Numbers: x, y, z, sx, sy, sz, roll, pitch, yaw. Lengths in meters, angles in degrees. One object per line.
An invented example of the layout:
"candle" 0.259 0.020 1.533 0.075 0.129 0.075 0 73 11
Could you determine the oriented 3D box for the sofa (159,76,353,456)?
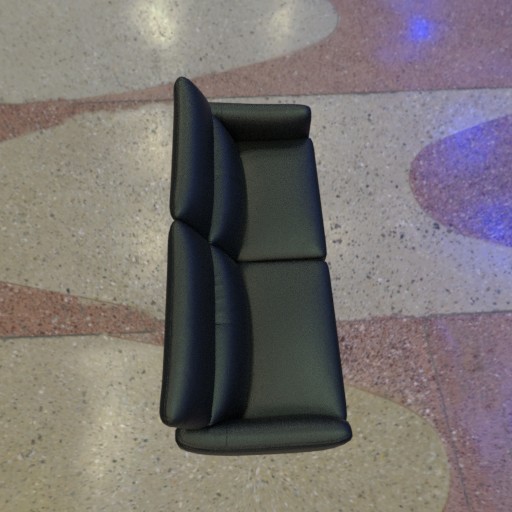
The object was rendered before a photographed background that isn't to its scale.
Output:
"sofa" 0.000 0.000 2.528 0.856 0.957 2.069 -2 65 -1
